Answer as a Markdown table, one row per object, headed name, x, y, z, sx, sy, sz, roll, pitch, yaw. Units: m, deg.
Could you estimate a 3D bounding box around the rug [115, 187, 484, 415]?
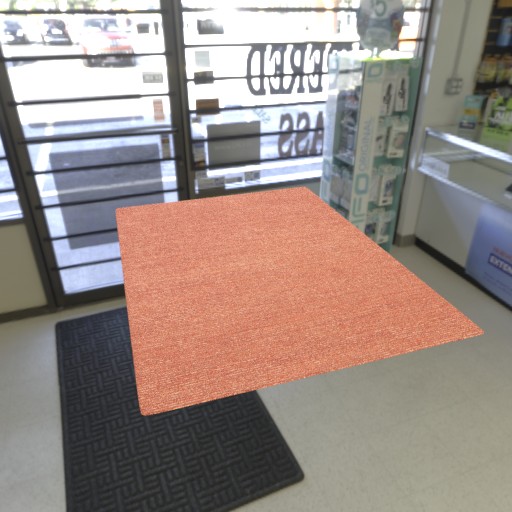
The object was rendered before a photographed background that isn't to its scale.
| name | x | y | z | sx | sy | sz | roll | pitch | yaw |
| --- | --- | --- | --- | --- | --- | --- | --- | --- | --- |
| rug | 0.000 | 0.000 | 2.747 | 1.594 | 0.009 | 2.112 | -9 | 30 | -16 |
